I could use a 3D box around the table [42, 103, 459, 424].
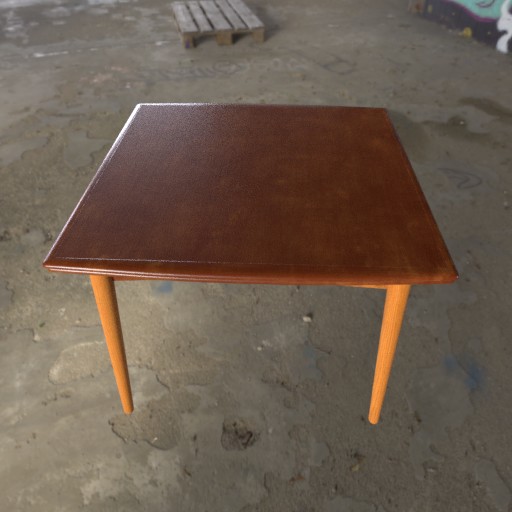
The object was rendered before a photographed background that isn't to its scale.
[{"bbox_3d":[0.000,0.000,1.641,0.991,0.754,0.991,2,42,2],"label":"table"}]
